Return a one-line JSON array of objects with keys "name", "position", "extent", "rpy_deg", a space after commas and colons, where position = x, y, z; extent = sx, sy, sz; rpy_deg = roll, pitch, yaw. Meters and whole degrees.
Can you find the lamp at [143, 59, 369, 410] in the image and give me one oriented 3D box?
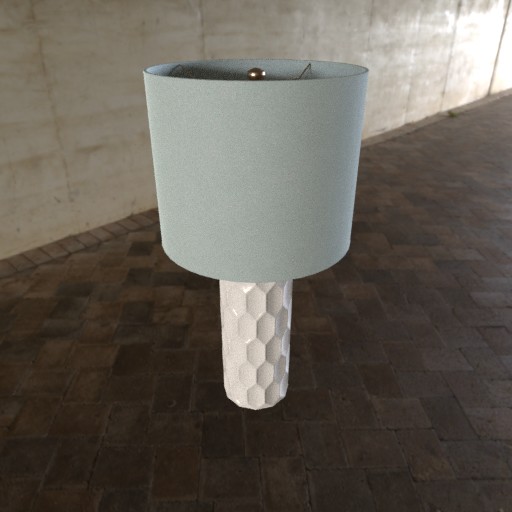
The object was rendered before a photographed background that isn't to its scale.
[{"name": "lamp", "position": [0.000, 0.000, 0.680], "extent": [0.277, 0.534, 0.277], "rpy_deg": [-7, 29, -13]}]
